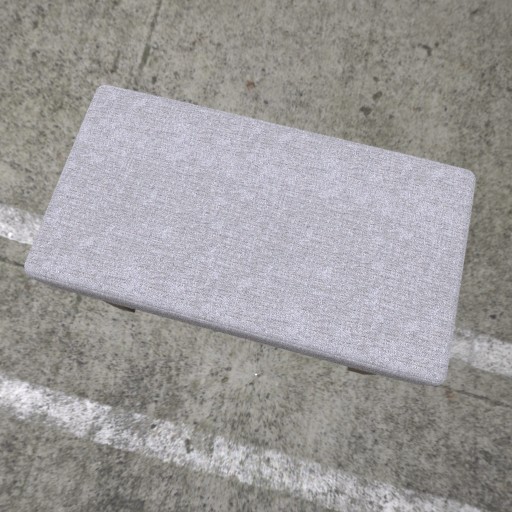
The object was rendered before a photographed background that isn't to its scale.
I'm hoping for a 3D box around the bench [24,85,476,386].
[{"bbox_3d":[0.000,0.000,0.936,0.681,0.467,0.366,14,76,4],"label":"bench"}]
